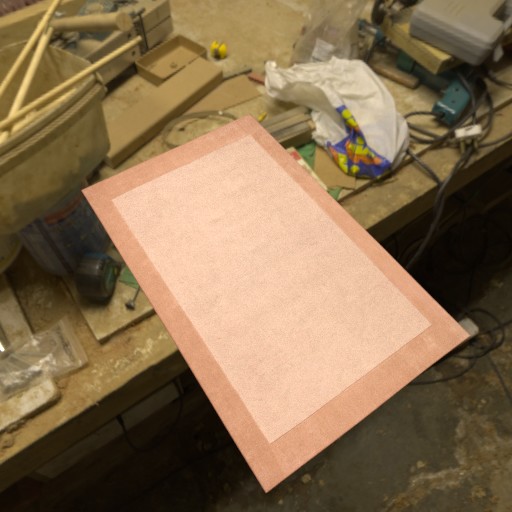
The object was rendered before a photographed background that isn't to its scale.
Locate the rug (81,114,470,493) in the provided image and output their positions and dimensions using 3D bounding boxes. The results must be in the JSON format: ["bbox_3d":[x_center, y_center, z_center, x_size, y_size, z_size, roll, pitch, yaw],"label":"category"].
[{"bbox_3d":[0.000,0.000,3.025,1.524,0.014,2.438,-30,62,-17],"label":"rug"}]
